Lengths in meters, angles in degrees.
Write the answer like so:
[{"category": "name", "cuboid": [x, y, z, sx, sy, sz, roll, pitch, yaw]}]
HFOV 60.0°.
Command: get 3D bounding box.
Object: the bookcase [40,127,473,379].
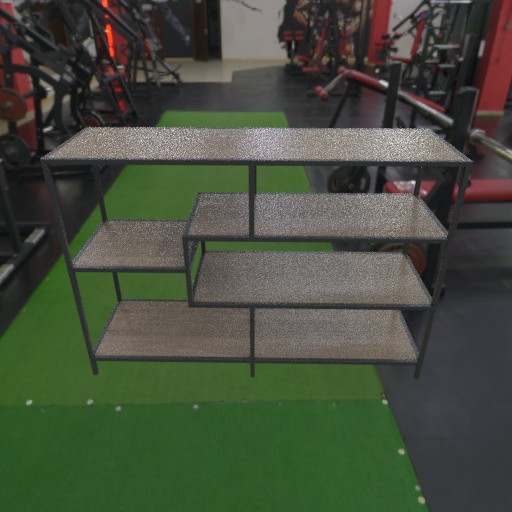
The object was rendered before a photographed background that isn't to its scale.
[{"category": "bookcase", "cuboid": [0.000, 0.000, 1.511, 1.140, 0.780, 0.350, 1, 30, 1]}]
